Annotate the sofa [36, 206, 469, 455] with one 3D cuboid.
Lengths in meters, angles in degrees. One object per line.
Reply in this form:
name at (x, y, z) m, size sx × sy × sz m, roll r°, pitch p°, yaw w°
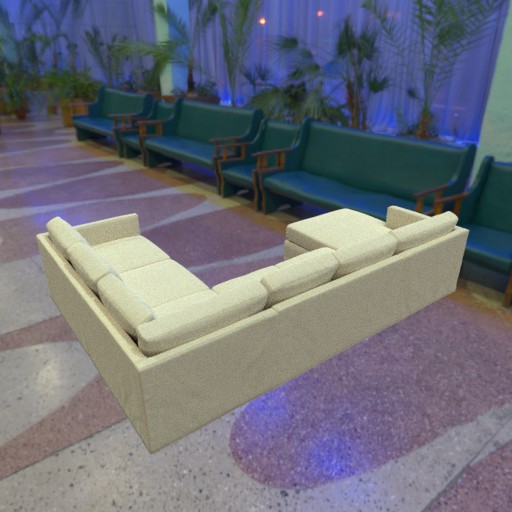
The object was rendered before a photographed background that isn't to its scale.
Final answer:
sofa at (0.000, 0.000, 4.391) m, size 3.464 × 0.882 × 2.448 m, roll -19°, pitch 32°, yaw -33°
